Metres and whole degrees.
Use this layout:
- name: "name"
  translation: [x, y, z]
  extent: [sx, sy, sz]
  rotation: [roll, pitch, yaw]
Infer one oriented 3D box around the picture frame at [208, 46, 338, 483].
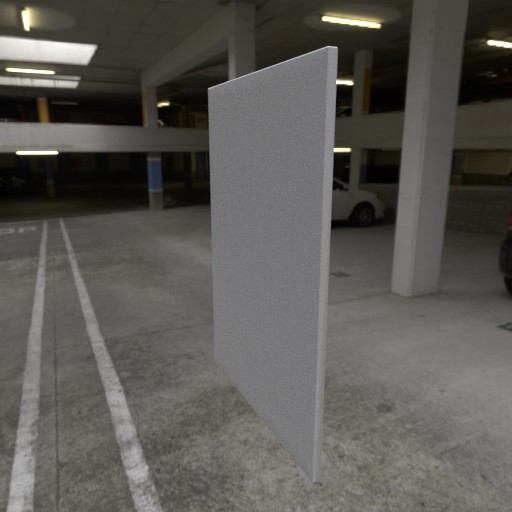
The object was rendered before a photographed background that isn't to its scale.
- name: "picture frame"
  translation: [0.000, 0.000, 0.692]
  extent: [0.012, 0.534, 0.381]
  rotation: [-6, 15, -24]
